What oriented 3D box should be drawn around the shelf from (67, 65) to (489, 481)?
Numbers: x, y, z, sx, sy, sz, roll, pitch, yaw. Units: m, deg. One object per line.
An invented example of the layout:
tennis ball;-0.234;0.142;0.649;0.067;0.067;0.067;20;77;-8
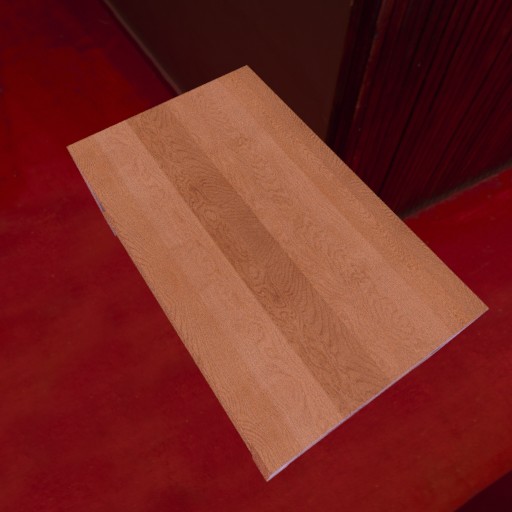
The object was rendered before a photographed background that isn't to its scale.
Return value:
shelf;0.000;0.000;1.495;0.700;0.450;1.150;-31;66;-16
